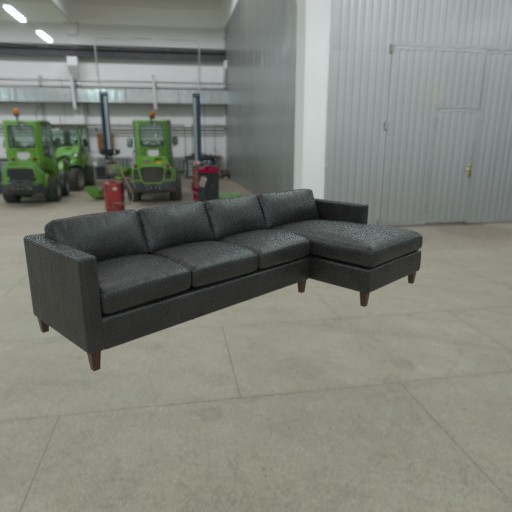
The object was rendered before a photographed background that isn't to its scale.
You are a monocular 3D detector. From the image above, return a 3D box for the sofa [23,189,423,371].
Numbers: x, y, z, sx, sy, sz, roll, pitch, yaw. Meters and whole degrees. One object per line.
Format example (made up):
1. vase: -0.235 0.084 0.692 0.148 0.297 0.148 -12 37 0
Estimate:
1. sofa: 0.000 0.000 3.838 1.581 0.883 3.203 14 20 43
